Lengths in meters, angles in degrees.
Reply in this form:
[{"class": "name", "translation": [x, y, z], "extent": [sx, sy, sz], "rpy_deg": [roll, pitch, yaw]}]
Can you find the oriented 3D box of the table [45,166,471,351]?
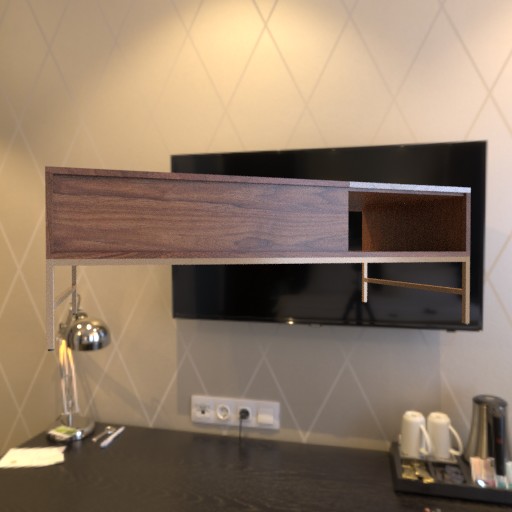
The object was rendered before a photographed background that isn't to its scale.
[{"class": "table", "translation": [0.000, 0.000, 1.924], "extent": [1.553, 0.551, 0.789], "rpy_deg": [0, 1, -17]}]
